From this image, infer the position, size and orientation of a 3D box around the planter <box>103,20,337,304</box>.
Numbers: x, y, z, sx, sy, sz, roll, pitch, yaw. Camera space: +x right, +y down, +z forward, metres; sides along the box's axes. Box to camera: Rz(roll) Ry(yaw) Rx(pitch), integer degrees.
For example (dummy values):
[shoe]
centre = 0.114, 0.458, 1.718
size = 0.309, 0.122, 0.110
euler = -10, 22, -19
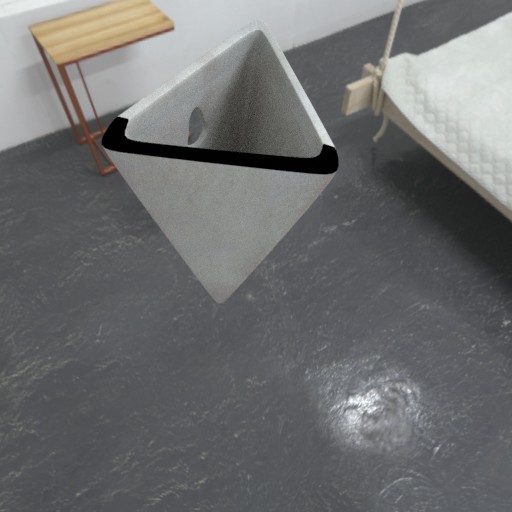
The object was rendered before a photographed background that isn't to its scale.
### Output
[planter]
centre = 0.000, 0.000, 0.157
size = 0.047, 0.130, 0.058
euler = 33, 63, 19
